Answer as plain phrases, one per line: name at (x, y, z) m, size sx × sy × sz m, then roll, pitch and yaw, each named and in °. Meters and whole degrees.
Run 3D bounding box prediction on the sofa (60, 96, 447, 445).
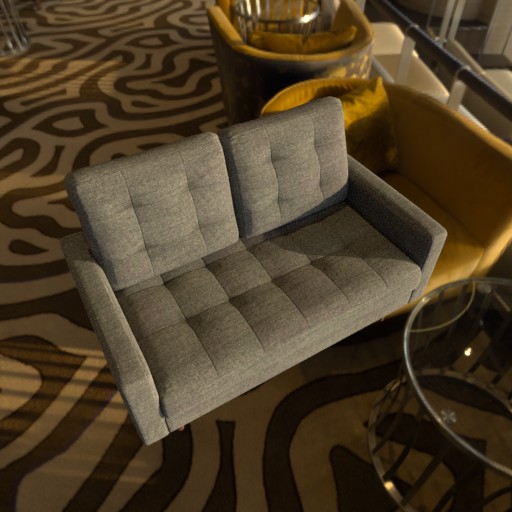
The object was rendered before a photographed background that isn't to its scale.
sofa at (0.000, 0.000, 1.890) m, size 1.407 × 0.907 × 0.842 m, roll -23°, pitch 50°, yaw -21°
